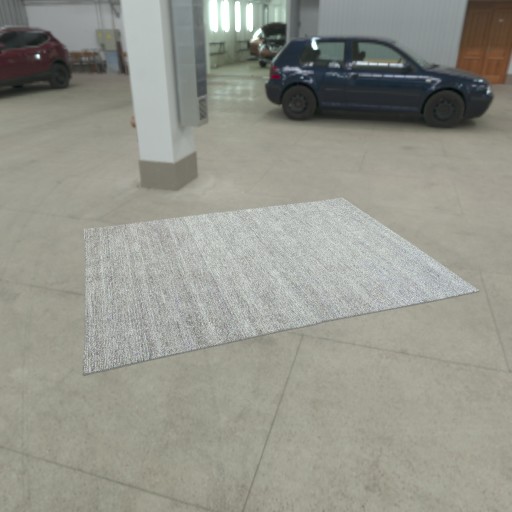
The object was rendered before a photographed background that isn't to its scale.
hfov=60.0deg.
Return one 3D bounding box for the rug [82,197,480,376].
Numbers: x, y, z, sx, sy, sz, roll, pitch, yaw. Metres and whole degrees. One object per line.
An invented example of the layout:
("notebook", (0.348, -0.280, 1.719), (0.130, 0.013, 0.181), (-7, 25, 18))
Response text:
("rug", (0.000, 0.000, 4.313), (3.202, 0.045, 2.434), (-9, 29, -16))
